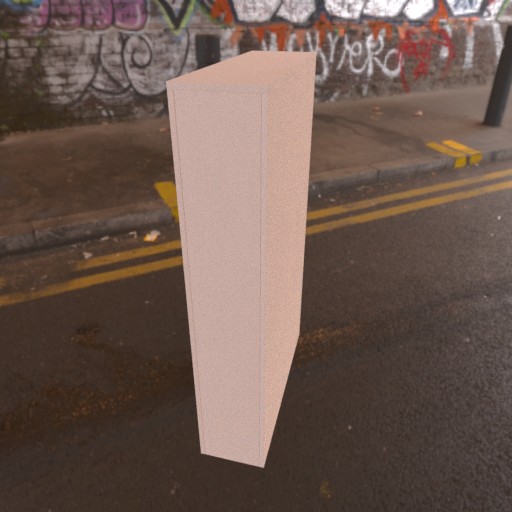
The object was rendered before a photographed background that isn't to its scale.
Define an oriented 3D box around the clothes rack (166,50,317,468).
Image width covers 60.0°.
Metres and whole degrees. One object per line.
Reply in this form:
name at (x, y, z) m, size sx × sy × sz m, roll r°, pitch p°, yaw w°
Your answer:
clothes rack at (0.000, 0.000, 1.596) m, size 0.250 × 1.280 × 0.750 m, roll 7°, pitch 31°, yaw 13°
